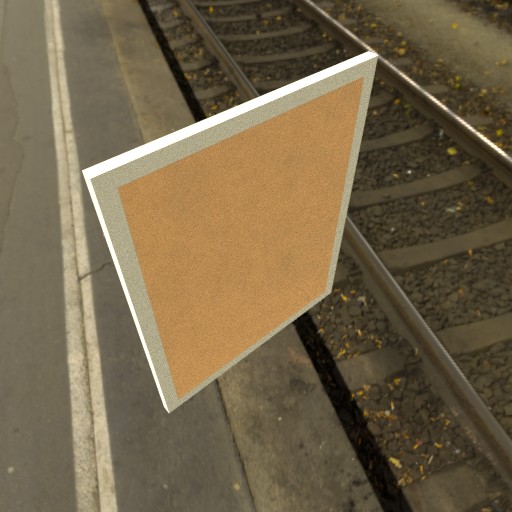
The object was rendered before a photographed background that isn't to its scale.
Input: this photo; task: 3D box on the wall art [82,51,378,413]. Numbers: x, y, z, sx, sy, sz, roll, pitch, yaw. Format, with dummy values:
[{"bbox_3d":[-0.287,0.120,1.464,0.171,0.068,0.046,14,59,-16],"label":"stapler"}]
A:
[{"bbox_3d":[0.000,0.000,1.099,0.661,0.811,0.026,-32,55,-26],"label":"wall art"}]
